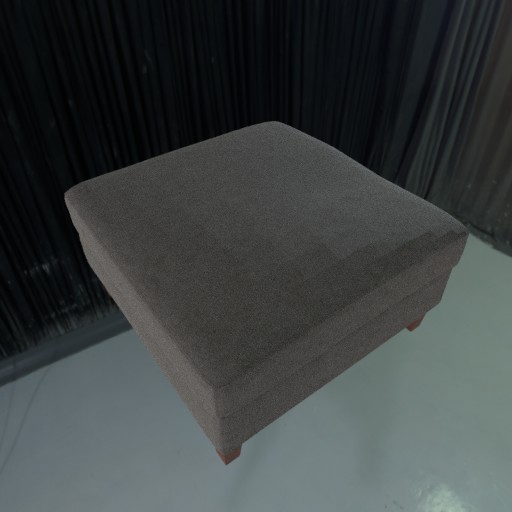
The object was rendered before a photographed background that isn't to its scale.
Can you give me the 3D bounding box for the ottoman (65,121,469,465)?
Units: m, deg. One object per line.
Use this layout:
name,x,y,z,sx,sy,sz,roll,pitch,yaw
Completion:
ottoman,0.000,0.000,1.408,0.861,0.482,0.881,-26,47,-27
